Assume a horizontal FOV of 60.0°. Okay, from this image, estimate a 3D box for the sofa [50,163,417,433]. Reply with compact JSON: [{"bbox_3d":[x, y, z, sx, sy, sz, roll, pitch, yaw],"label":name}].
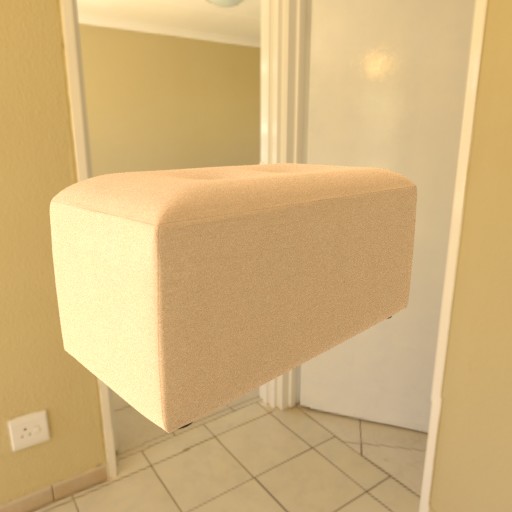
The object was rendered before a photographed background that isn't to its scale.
[{"bbox_3d":[0.000,0.000,1.225,0.930,0.470,0.480,-14,20,-42],"label":"sofa"}]
